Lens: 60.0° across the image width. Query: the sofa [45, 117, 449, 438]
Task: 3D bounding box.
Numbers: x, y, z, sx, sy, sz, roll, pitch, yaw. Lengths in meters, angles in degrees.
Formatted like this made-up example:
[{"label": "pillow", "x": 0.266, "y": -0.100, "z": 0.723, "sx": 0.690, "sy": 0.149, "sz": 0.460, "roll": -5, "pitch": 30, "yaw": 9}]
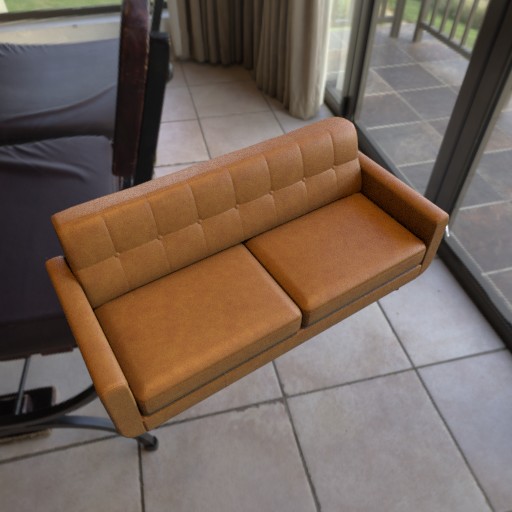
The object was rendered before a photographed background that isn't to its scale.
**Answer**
[{"label": "sofa", "x": 0.000, "y": 0.000, "z": 2.616, "sx": 2.137, "sy": 0.892, "sz": 0.980, "roll": -25, "pitch": 51, "yaw": -22}]
